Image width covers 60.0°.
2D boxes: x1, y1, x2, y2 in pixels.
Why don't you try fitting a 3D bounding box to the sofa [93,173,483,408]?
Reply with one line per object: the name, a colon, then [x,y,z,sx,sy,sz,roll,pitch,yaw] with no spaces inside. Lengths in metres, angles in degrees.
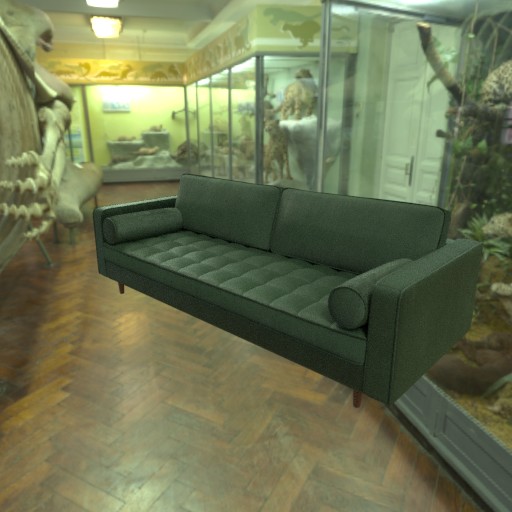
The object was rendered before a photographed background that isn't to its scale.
sofa: [0.000,0.000,2.596,2.199,0.769,0.918,15,23,41]
